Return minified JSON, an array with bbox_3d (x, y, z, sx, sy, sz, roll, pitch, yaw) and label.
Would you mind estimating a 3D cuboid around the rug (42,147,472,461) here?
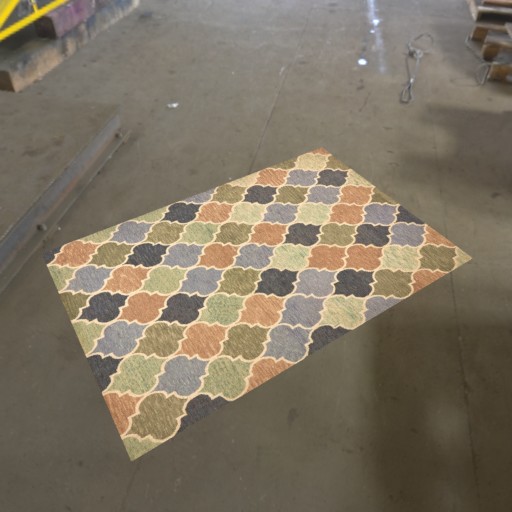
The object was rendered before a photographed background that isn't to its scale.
[{"bbox_3d":[0.000,0.000,2.261,1.828,0.006,1.216,-25,51,-22],"label":"rug"}]
